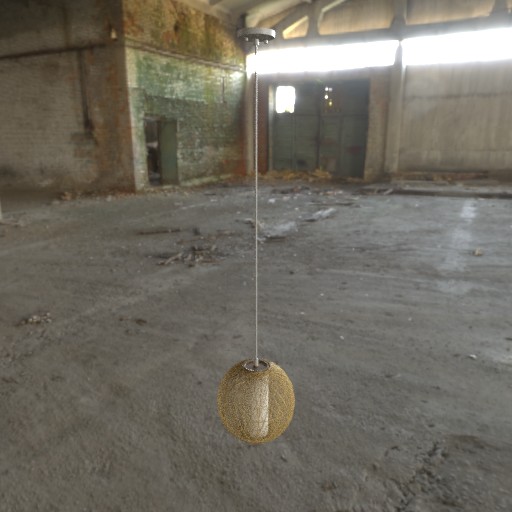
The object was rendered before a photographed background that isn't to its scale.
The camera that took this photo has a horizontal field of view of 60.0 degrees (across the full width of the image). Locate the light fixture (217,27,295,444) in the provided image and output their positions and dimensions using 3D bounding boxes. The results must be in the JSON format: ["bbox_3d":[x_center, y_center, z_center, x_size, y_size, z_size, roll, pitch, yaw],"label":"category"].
[{"bbox_3d":[0.000,0.000,2.117,0.406,1.955,0.407,7,16,26],"label":"light fixture"}]
